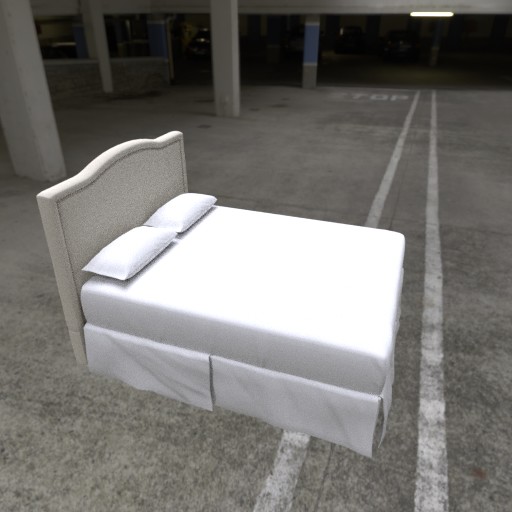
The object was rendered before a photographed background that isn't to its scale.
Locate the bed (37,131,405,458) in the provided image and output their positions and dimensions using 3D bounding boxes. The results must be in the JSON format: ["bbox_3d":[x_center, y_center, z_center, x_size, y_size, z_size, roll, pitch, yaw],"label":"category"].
[{"bbox_3d":[0.000,0.000,3.267,2.196,1.449,1.741,10,31,17],"label":"bed"}]
